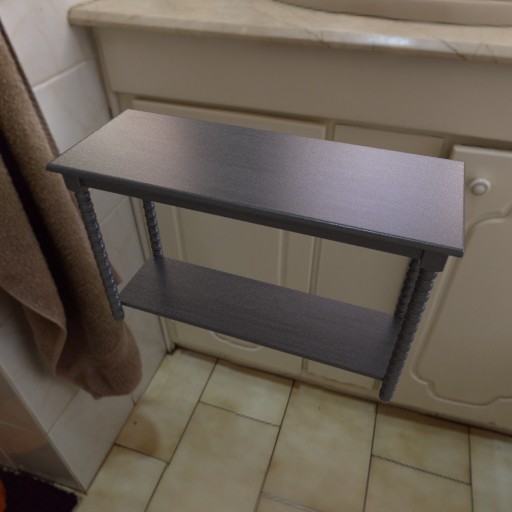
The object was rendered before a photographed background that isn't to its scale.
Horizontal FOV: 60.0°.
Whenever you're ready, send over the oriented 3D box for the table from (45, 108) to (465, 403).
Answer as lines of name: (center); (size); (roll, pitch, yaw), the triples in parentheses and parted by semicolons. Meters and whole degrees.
table: (0.000, 0.000, 1.567); (1.184, 0.735, 0.459); (13, 43, 15)
